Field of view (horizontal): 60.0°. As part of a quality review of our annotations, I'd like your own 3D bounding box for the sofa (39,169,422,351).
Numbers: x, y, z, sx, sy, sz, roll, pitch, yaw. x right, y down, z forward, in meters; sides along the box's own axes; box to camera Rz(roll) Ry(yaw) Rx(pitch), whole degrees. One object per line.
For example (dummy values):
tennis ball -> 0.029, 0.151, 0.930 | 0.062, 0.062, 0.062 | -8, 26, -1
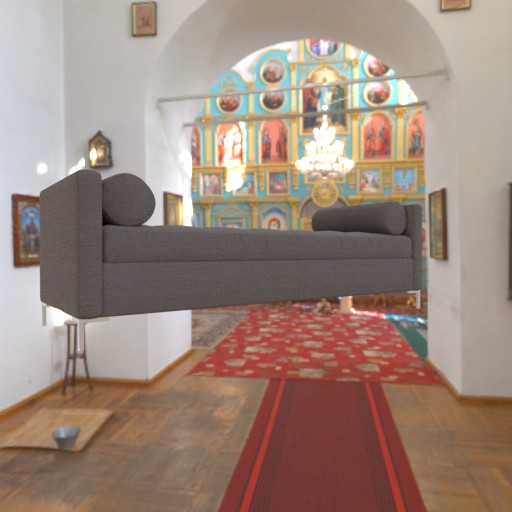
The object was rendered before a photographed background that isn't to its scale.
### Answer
sofa -> 0.000, 0.000, 2.351 | 1.981, 0.635, 0.686 | 0, 1, -36
